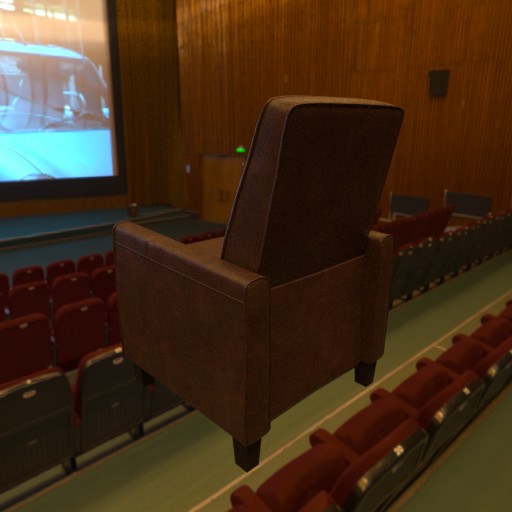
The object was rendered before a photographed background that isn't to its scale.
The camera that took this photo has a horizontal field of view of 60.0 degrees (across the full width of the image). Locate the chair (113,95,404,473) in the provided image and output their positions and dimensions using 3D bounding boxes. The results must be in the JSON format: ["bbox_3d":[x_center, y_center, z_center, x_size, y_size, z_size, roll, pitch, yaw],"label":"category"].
[{"bbox_3d":[0.000,0.000,1.529,0.705,1.013,0.746,-16,23,-42],"label":"chair"}]
